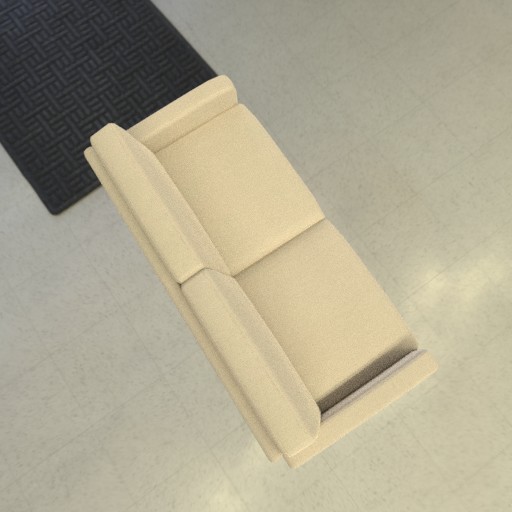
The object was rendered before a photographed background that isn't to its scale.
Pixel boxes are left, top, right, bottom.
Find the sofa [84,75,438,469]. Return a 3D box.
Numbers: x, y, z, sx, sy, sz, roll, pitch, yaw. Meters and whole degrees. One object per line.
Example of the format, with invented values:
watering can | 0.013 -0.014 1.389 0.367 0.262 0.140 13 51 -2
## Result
sofa | 0.000 0.000 2.227 0.894 0.831 1.808 -32 77 -8
